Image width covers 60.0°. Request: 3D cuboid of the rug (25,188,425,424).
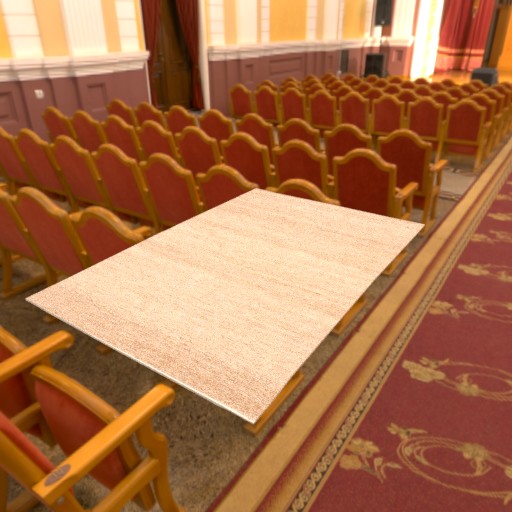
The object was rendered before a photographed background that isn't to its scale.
[{"bbox_3d":[0.000,0.000,2.965,1.574,0.029,2.346,18,32,30],"label":"rug"}]
